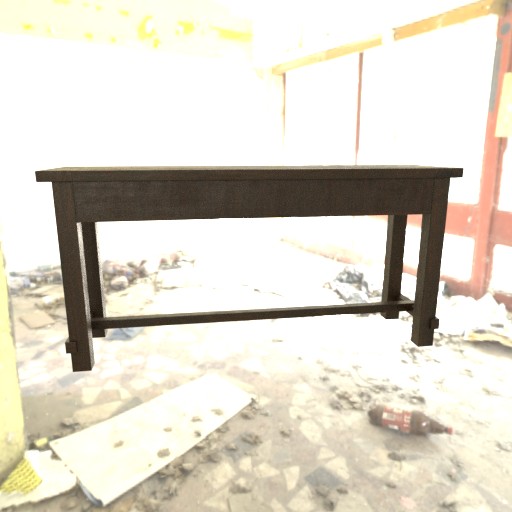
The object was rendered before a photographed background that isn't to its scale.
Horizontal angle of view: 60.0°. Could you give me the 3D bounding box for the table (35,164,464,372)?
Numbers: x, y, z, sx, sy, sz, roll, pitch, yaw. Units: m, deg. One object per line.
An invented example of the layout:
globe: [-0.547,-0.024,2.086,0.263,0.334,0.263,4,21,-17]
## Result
table: [0.000,0.000,1.930,1.599,0.762,0.442,-2,14,-9]
